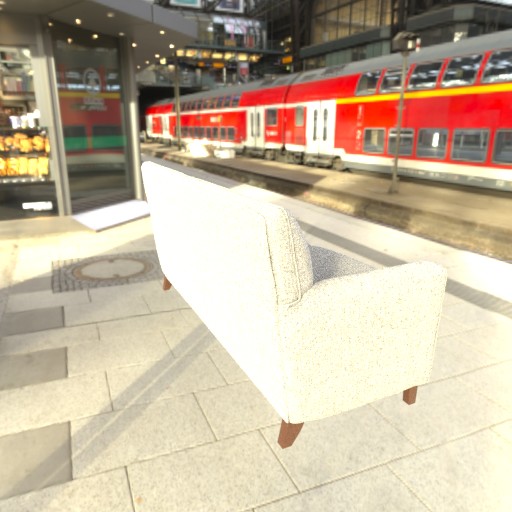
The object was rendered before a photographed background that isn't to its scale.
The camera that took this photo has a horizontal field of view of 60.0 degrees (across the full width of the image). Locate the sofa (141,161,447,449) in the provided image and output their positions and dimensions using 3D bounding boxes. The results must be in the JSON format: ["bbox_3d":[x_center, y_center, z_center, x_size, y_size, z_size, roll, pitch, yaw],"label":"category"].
[{"bbox_3d":[0.000,0.000,2.518,0.854,0.942,2.026,-8,18,-24],"label":"sofa"}]
